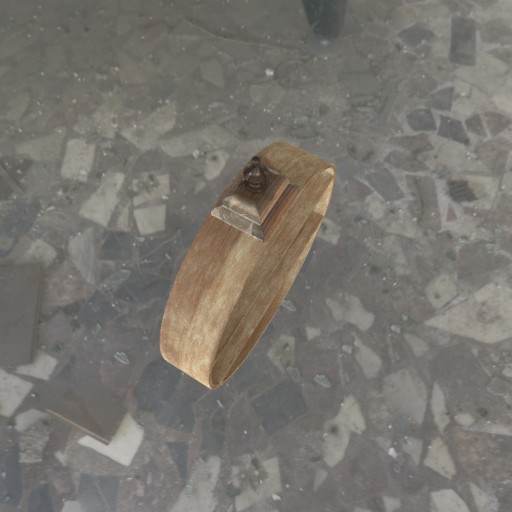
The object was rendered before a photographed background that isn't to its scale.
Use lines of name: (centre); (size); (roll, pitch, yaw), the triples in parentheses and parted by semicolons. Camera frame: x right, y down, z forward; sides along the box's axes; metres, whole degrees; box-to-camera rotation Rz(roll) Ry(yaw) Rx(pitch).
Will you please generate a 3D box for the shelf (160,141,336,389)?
shelf: (0.000, 0.000, 1.040); (0.125, 0.725, 0.601); (28, 67, 13)
